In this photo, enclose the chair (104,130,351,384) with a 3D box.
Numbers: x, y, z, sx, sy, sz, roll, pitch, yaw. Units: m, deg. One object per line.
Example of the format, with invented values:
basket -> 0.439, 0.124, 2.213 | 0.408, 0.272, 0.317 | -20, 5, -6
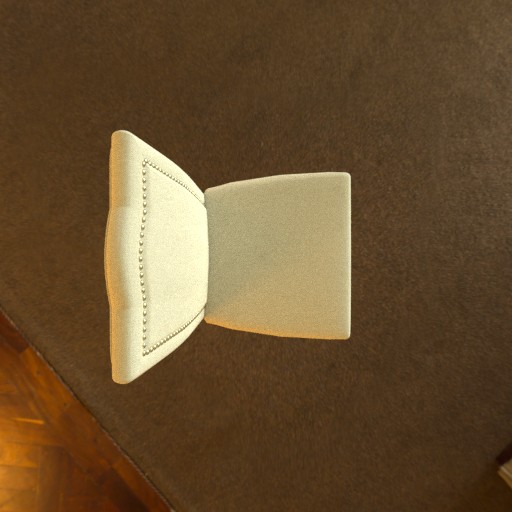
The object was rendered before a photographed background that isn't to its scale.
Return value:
chair -> 0.000, 0.000, 1.303 | 0.589, 0.946, 0.518 | 0, 90, 1
